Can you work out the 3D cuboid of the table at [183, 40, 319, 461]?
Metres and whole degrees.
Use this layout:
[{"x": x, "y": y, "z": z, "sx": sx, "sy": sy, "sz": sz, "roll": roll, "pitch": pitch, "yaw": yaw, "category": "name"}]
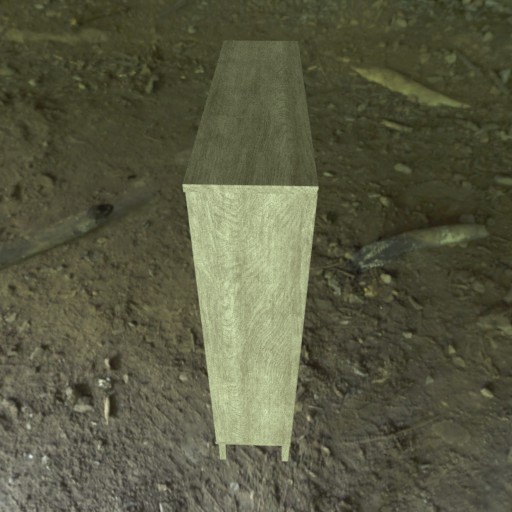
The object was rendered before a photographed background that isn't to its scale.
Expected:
[{"x": 0.000, "y": 0.000, "z": 1.527, "sx": 0.256, "sy": 1.135, "sz": 0.902, "roll": 1, "pitch": 41, "yaw": 1, "category": "table"}]
